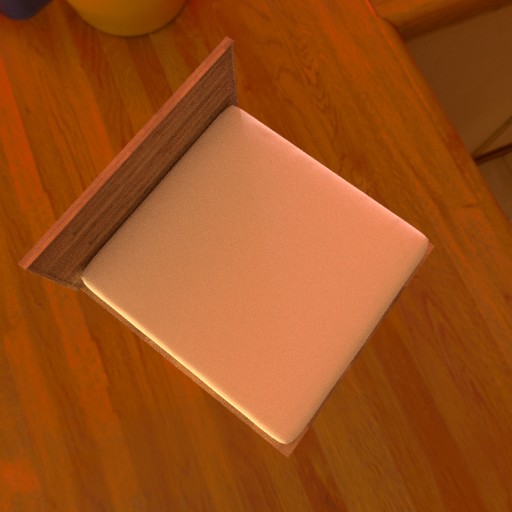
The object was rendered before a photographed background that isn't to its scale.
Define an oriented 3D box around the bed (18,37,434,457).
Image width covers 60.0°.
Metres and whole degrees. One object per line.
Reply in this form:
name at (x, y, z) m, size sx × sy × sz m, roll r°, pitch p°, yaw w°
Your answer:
bed at (0.000, 0.000, 3.368) m, size 2.167 × 1.100 × 2.116 m, roll 37°, pitch 79°, yaw 8°
